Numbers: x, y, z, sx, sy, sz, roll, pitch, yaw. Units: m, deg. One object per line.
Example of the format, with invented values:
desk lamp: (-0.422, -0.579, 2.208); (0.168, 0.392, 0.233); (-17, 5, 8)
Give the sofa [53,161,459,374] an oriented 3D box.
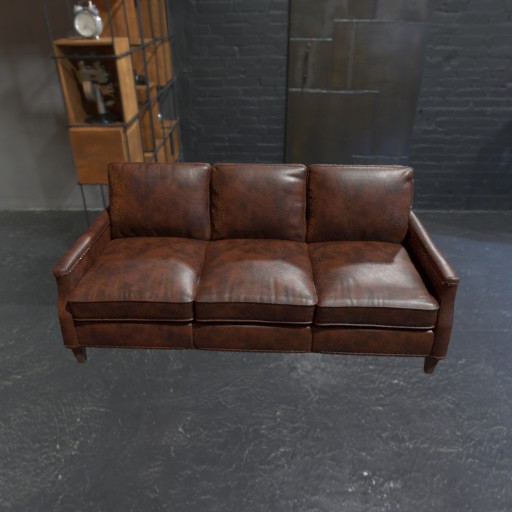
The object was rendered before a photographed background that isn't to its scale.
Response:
sofa: (0.000, 0.000, 2.859); (2.240, 1.003, 1.084); (1, 30, 2)
